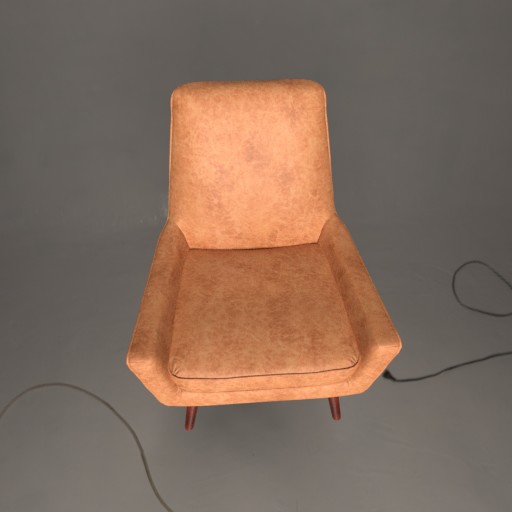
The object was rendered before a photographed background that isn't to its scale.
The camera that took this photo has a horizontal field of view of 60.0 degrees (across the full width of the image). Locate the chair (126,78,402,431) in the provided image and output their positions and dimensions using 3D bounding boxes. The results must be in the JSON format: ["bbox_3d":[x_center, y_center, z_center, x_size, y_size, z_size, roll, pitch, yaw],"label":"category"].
[{"bbox_3d":[0.000,0.000,1.498,0.753,0.883,0.851,-3,44,-3],"label":"chair"}]
